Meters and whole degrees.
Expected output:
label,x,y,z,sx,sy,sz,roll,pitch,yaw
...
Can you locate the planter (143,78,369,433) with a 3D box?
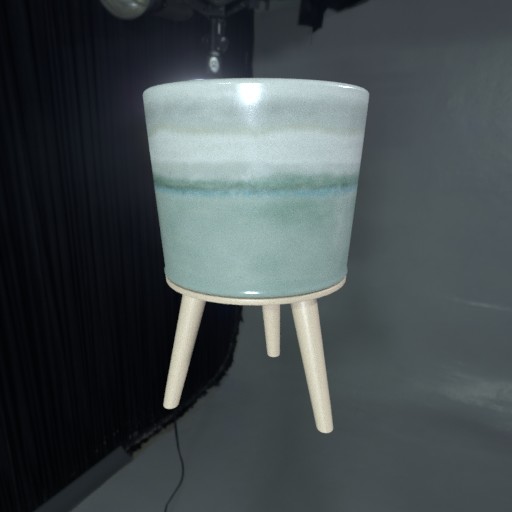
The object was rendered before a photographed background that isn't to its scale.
label,x,y,z,sx,sy,sz,roll,pitch,yaw
planter,0.000,0.000,0.582,0.265,0.404,0.265,7,16,26
